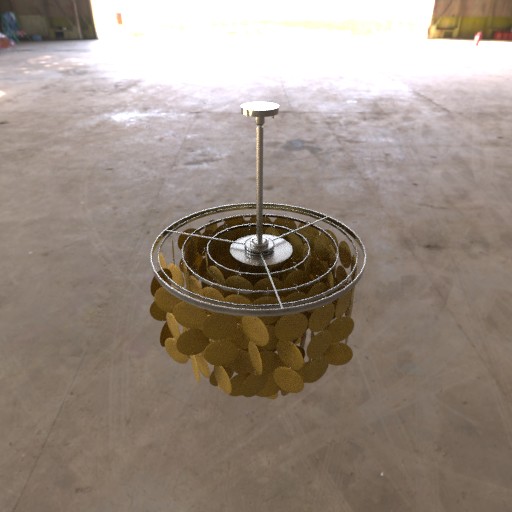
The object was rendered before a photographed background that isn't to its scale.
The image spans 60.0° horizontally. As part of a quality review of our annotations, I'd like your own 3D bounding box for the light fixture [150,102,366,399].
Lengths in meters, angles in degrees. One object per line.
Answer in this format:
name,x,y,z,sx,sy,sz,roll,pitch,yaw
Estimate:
light fixture,0.000,0.000,0.751,0.368,0.492,0.368,0,30,0
